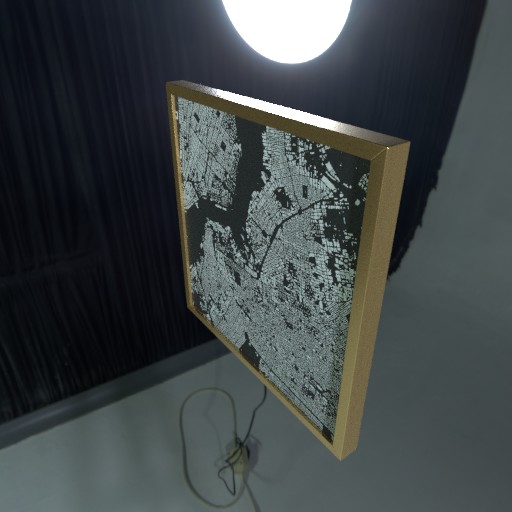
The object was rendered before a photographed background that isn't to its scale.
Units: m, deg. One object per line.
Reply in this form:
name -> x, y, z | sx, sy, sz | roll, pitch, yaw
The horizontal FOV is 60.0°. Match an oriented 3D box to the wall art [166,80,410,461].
wall art -> 0.000, 0.000, 0.461 | 0.023, 0.305, 0.305 | -20, 36, -31
